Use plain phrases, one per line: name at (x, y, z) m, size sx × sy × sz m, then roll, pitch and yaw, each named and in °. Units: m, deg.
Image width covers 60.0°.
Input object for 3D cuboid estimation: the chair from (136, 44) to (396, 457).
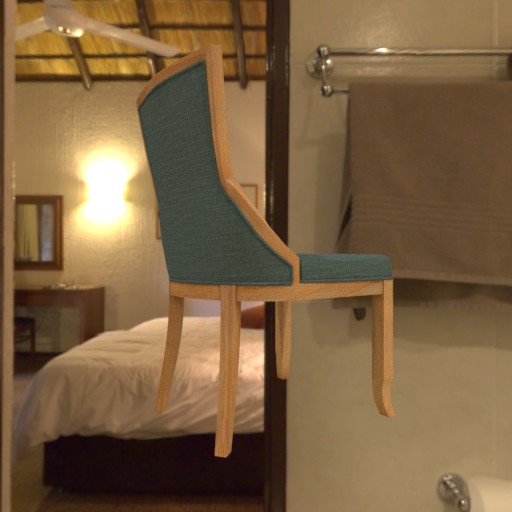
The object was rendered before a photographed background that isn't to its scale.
chair at (0.000, 0.000, 1.334) m, size 0.641 × 0.947 × 0.524 m, roll 0°, pitch 0°, yaw -36°
